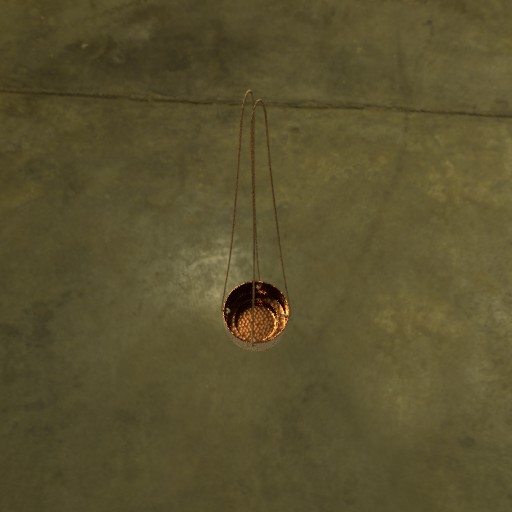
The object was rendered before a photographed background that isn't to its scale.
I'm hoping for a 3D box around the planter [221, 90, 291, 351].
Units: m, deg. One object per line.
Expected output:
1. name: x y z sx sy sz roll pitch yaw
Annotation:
1. planter: 0.000 0.000 1.128 0.223 1.030 0.223 -37 68 -18
